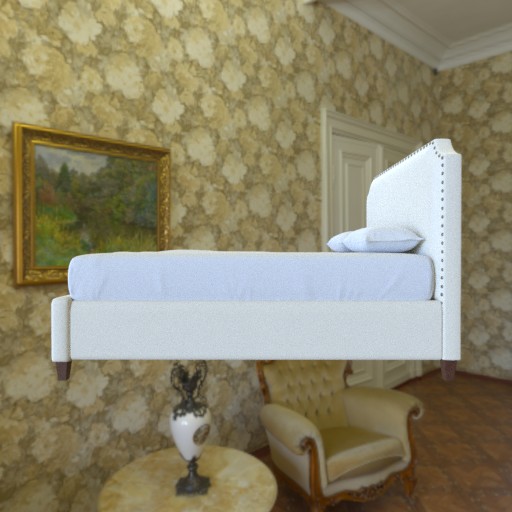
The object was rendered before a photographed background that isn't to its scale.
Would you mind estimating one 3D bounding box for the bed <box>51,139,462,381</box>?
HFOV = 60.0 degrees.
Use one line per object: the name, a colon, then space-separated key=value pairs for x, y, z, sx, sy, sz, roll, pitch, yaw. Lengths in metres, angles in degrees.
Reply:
bed: x=0.000 y=0.000 z=3.347 sx=2.329 sy=1.415 sz=1.703 roll=0 pitch=1 yaw=0
